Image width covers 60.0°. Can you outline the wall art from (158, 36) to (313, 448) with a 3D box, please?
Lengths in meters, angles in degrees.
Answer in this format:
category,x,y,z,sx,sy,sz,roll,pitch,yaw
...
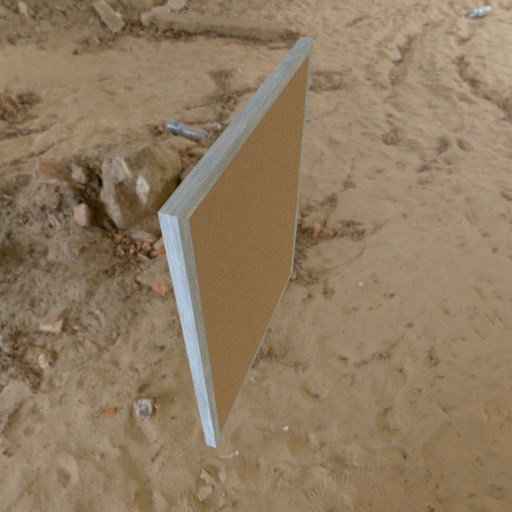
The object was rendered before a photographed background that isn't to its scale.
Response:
category,x,y,z,sx,sy,sz,roll,pitch,yaw
wall art,0.000,0.000,0.791,0.022,0.582,0.479,15,48,14
